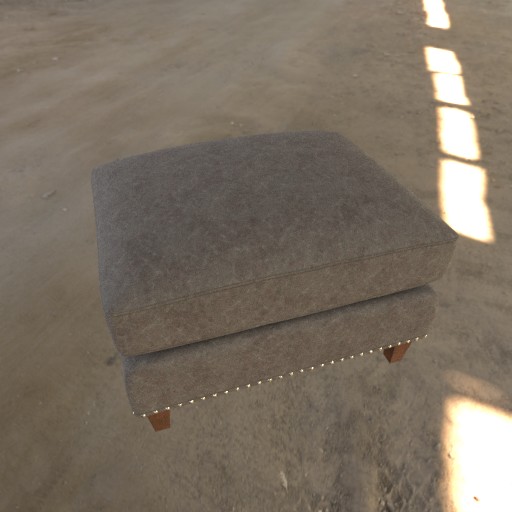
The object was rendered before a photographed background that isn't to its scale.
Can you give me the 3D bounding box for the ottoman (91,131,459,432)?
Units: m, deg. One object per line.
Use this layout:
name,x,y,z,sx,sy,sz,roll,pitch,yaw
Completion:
ottoman,0.000,0.000,1.162,0.741,0.513,0.584,-12,40,-14
